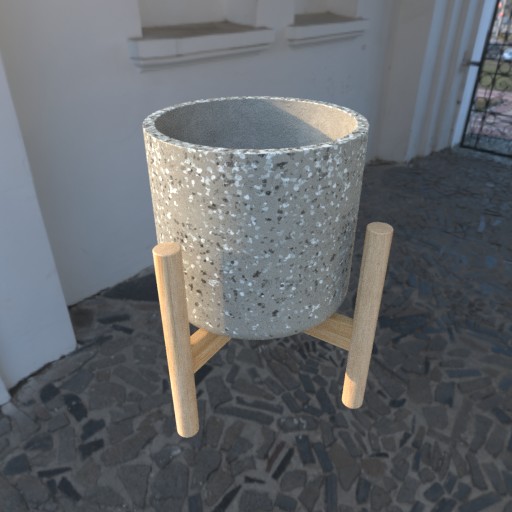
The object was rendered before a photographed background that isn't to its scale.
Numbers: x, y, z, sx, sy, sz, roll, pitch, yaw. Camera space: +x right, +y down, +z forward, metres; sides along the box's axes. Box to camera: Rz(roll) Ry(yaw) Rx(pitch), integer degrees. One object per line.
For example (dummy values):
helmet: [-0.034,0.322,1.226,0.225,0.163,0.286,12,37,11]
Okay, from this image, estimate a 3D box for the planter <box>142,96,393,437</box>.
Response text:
planter: [0.000,0.000,0.526,0.284,0.320,0.284,-19,36,-29]
